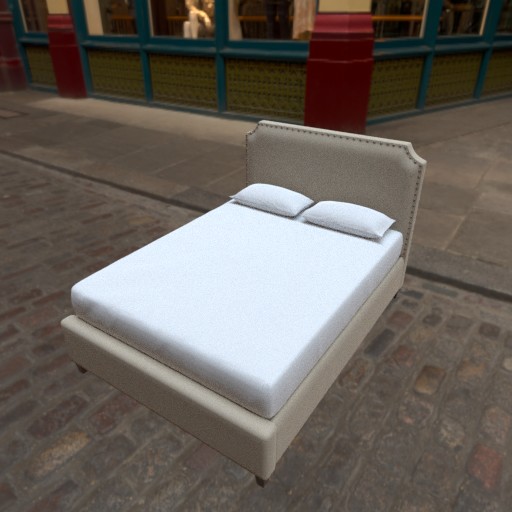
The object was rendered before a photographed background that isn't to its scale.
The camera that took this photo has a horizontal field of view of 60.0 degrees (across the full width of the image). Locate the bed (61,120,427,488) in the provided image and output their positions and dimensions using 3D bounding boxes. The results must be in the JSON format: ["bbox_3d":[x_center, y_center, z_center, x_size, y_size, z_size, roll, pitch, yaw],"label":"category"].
[{"bbox_3d":[0.000,0.000,3.349,1.703,1.415,2.329,18,34,29],"label":"bed"}]
